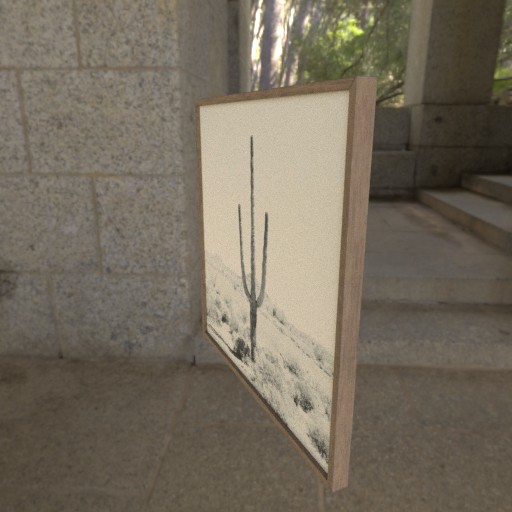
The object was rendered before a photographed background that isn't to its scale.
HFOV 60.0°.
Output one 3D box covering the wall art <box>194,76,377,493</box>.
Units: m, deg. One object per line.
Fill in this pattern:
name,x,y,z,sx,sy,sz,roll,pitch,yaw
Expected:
wall art,0.000,0.000,1.097,0.038,0.762,0.762,-8,18,-25
